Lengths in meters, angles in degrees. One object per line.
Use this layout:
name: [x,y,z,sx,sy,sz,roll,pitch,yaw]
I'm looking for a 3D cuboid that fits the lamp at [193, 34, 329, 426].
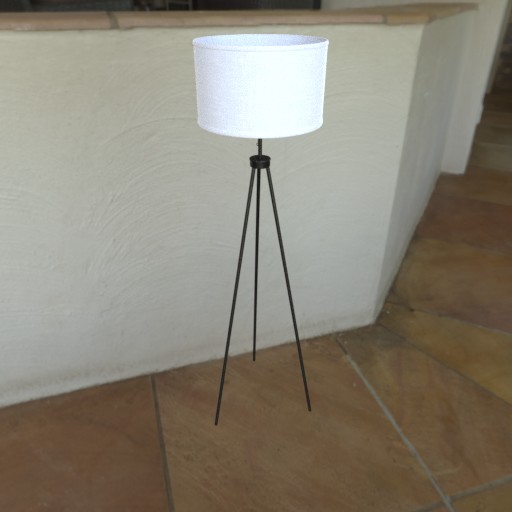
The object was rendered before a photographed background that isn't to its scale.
lamp: [0.000,0.000,1.749,0.448,1.545,0.458,-7,31,-12]
